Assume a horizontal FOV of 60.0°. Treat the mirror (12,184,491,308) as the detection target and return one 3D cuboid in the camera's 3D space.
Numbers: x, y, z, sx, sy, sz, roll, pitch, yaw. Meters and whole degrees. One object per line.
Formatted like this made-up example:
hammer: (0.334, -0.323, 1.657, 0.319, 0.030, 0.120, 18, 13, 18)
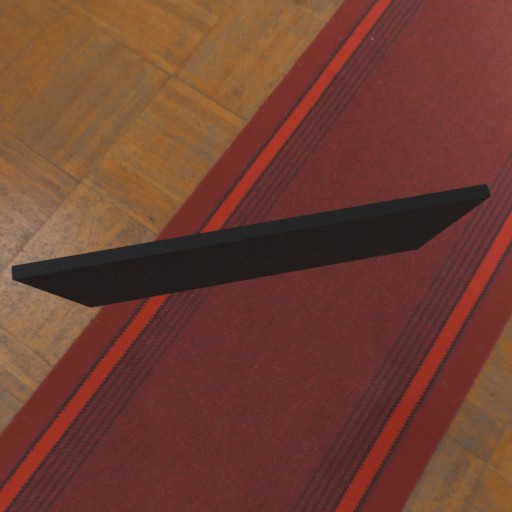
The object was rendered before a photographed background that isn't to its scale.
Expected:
mirror: (0.000, 0.000, 1.783, 1.584, 0.692, 0.047, -10, 76, -2)
